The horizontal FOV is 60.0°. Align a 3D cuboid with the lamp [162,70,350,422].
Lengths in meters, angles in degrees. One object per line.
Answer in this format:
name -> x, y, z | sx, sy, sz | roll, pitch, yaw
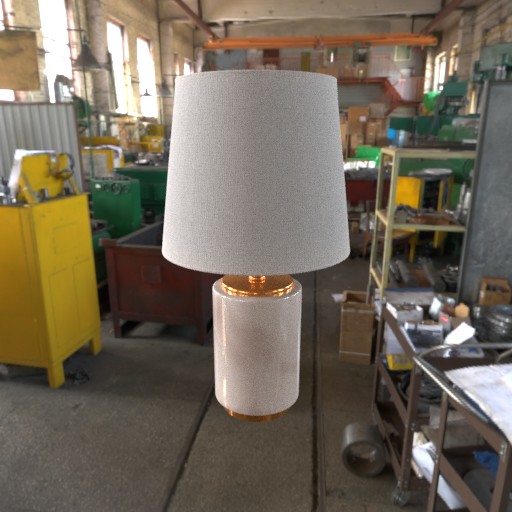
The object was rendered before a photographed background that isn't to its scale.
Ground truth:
lamp -> 0.000, 0.000, 0.459 | 0.189, 0.340, 0.189 | 0, 15, 0
